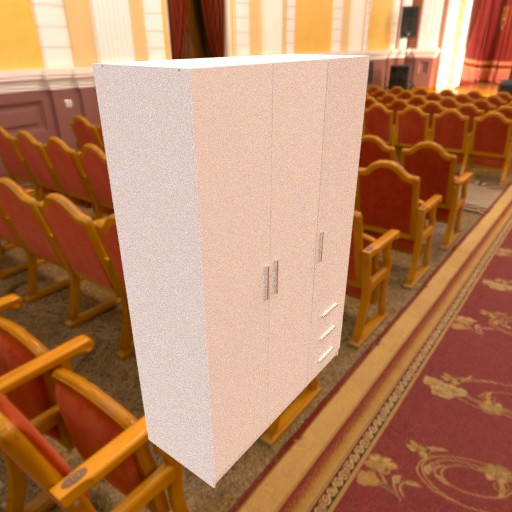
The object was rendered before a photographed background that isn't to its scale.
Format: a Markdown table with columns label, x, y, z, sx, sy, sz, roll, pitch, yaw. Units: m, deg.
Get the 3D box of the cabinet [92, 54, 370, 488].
| label | x | y | z | sx | sy | sz | roll | pitch | yaw |
| --- | --- | --- | --- | --- | --- | --- | --- | --- | --- |
| cabinet | 0.000 | 0.000 | 2.349 | 0.510 | 1.910 | 1.290 | 19 | 32 | 33 |
